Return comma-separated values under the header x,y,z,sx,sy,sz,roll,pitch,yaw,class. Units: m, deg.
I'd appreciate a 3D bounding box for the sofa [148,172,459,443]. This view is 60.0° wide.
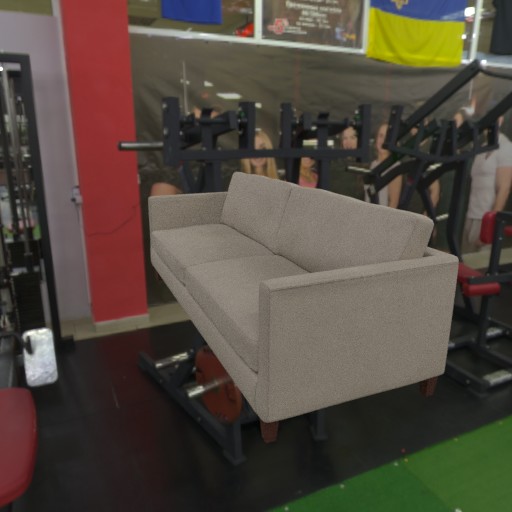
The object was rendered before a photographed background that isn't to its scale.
x,y,z,sx,sy,sz,roll,pitch,yaw,class
0.000,0.000,2.881,0.988,0.912,2.404,-7,17,-22,sofa
